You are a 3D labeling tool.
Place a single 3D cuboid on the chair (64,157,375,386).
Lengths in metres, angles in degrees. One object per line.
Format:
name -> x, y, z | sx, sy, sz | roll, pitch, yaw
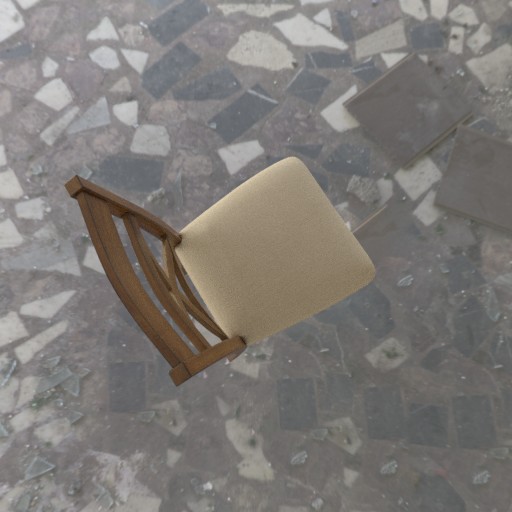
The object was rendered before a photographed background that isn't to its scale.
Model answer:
chair -> 0.000, 0.000, 1.238 | 0.581, 0.949, 0.461 | -31, 79, -7
